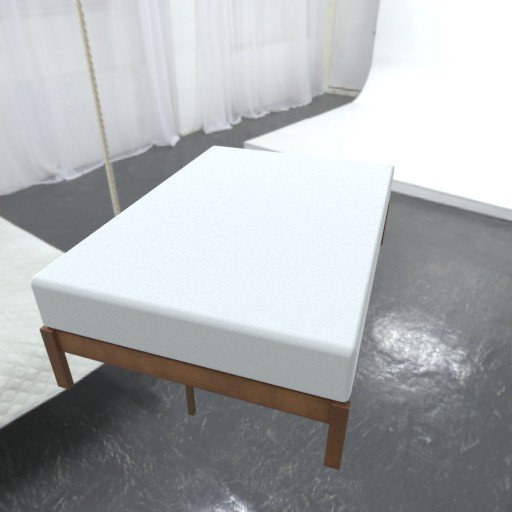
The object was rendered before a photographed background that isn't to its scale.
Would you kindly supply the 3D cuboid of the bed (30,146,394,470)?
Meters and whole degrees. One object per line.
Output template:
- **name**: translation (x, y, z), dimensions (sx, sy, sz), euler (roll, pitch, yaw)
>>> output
- **bed**: translation (0.000, 0.000, 2.558), dimensions (1.348, 0.616, 1.927), euler (10, 33, 16)
